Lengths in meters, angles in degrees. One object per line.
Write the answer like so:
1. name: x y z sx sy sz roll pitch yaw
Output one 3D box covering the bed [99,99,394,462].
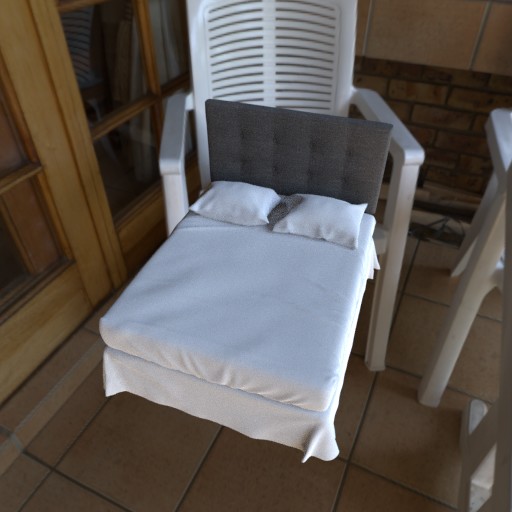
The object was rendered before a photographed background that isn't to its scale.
1. bed: 0.000 0.000 3.508 1.936 1.577 2.222 13 43 14
